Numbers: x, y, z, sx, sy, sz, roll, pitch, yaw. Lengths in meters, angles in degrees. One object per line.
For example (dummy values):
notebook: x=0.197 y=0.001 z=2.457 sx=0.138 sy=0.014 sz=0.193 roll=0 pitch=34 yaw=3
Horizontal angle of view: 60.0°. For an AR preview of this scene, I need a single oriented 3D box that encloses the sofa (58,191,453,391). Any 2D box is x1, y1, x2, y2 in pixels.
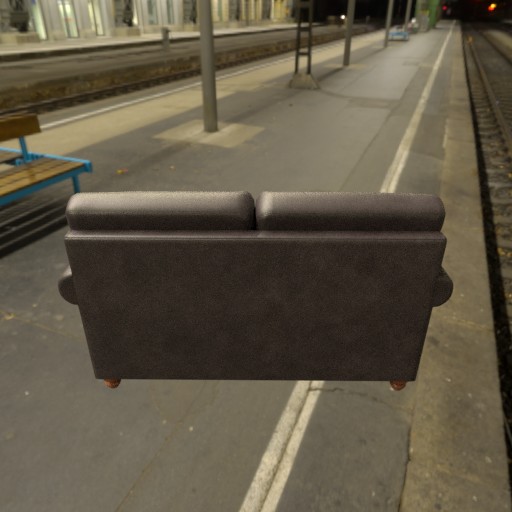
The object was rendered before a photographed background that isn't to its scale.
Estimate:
sofa: x=0.000 y=0.000 z=2.344 sx=1.663 sy=0.979 sz=1.030 roll=0 pitch=29 yaw=1
